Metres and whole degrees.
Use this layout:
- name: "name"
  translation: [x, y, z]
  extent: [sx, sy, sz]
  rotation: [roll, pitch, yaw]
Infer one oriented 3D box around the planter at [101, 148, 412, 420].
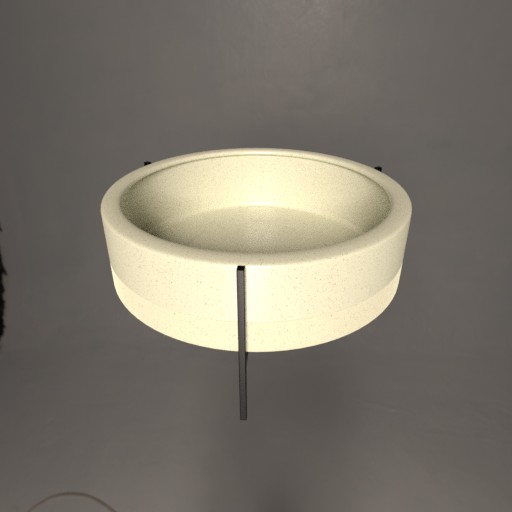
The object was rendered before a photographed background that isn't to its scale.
- name: "planter"
  translation: [0.000, 0.000, 0.535]
  extent: [0.336, 0.171, 0.345]
  rotation: [2, 30, 4]
